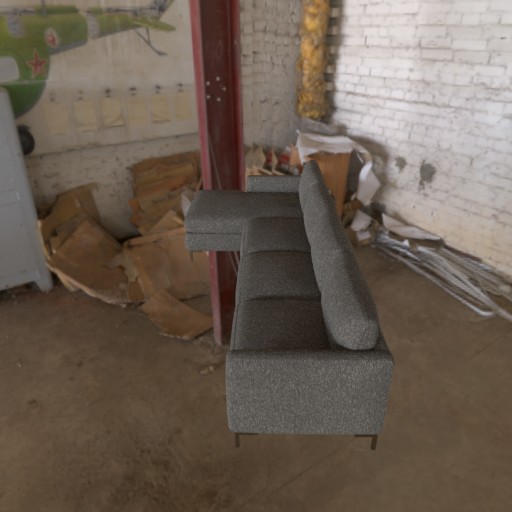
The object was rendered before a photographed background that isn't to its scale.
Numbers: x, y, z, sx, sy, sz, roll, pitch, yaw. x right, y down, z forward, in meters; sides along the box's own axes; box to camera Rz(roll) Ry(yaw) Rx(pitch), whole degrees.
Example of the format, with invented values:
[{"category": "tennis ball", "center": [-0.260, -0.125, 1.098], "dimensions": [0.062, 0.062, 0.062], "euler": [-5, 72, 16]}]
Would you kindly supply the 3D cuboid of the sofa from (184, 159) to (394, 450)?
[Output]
[{"category": "sofa", "center": [0.000, 0.000, 3.426], "dimensions": [1.350, 0.810, 2.932], "euler": [0, 27, 1]}]
